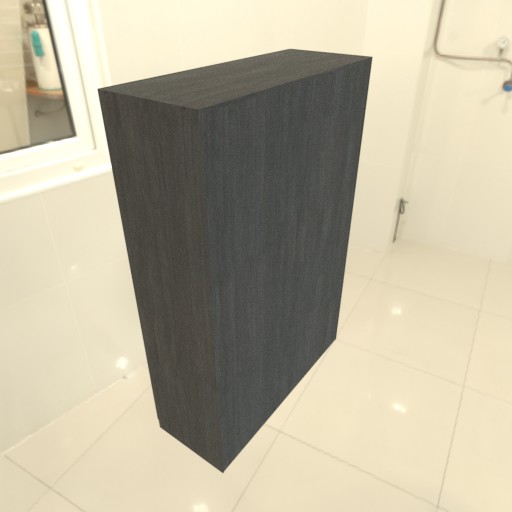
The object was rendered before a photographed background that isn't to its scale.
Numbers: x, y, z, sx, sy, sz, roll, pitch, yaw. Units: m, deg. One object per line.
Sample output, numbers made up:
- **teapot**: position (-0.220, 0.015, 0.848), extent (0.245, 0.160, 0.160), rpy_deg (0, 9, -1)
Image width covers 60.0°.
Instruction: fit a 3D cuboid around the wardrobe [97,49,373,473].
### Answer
- **wardrobe**: position (0.000, 0.000, 2.433), extent (0.510, 1.910, 1.290), rpy_deg (21, 38, 30)
